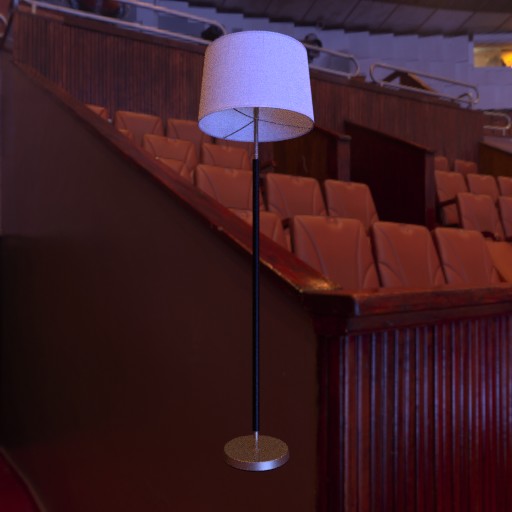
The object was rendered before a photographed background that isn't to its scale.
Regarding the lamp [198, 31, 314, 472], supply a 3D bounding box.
[{"bbox_3d":[0.000,0.000,1.605,0.420,1.447,0.420,0,0,0],"label":"lamp"}]
